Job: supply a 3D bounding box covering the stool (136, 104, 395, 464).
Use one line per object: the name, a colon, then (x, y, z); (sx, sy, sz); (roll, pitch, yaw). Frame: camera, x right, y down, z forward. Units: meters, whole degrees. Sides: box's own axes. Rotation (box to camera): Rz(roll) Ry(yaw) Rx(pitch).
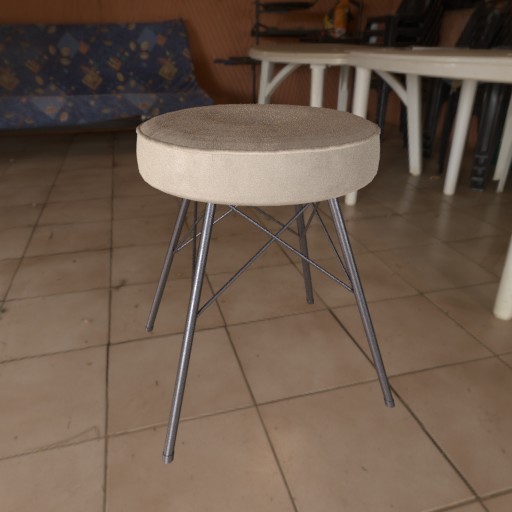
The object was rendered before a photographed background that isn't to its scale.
stool: (0.000, 0.000, 0.874); (0.457, 0.538, 0.423); (-8, 27, -15)
